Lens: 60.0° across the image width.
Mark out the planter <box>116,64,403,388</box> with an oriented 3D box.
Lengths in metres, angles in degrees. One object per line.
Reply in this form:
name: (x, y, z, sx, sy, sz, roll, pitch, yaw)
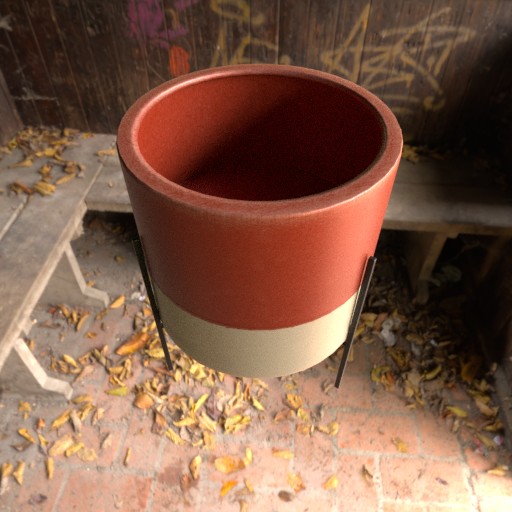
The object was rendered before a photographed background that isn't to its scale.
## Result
planter: (0.000, 0.000, 0.704, 0.354, 0.465, 0.345, -17, 49, -16)
